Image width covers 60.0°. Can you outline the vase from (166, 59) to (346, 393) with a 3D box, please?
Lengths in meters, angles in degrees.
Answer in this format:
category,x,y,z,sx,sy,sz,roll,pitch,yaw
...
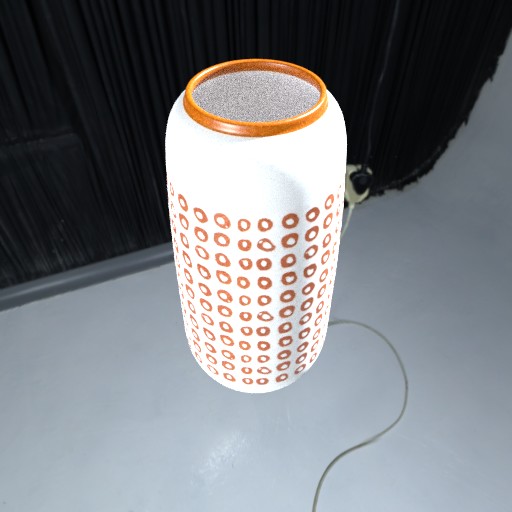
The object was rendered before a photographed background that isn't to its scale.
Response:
category,x,y,z,sx,sy,sz,roll,pitch,yaw
vase,0.000,0.000,0.358,0.133,0.282,0.133,0,47,0
